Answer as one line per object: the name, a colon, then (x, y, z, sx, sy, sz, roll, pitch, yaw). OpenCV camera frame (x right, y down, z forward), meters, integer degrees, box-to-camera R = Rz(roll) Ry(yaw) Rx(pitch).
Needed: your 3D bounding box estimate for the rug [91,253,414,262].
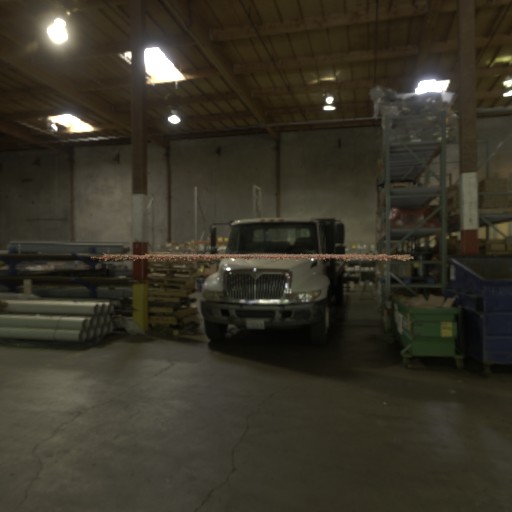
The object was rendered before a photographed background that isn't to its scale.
rug: (0.000, 0.000, 3.221, 1.778, 0.048, 2.450, 0, 1, 1)
